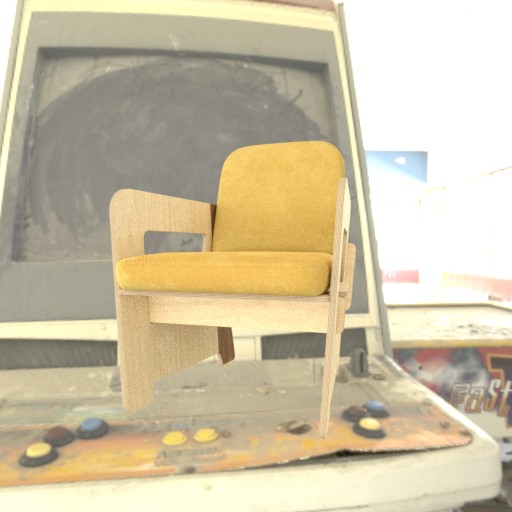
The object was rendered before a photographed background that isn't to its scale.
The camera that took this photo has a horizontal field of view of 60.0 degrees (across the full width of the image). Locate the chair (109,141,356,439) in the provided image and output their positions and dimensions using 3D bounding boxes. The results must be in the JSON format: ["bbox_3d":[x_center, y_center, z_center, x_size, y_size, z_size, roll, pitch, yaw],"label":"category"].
[{"bbox_3d":[0.000,0.000,1.311,0.590,0.800,0.710,0,1,18],"label":"chair"}]
